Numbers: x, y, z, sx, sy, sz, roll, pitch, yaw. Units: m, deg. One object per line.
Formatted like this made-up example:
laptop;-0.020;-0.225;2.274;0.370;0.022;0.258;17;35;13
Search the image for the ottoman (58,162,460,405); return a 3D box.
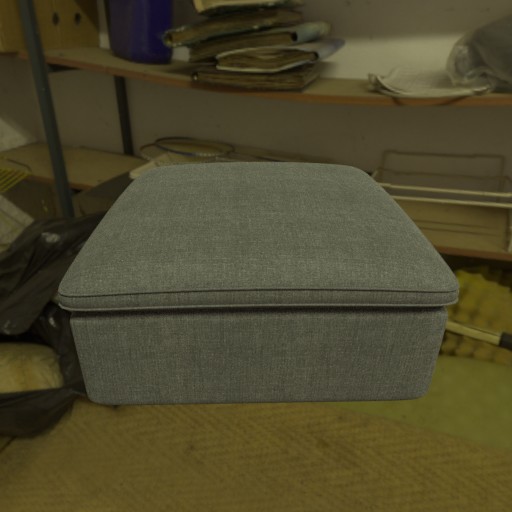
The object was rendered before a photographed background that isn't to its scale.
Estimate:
ottoman;0.000;0.000;1.663;1.067;0.559;1.067;-1;27;-1
